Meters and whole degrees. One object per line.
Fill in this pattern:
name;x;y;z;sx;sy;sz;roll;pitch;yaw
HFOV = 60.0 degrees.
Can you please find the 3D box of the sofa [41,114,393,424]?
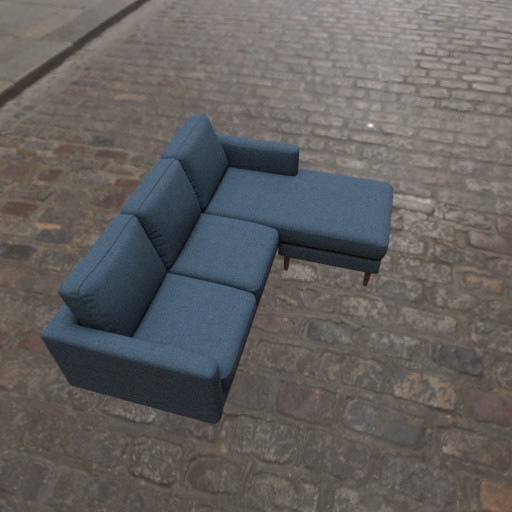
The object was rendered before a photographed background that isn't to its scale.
sofa;0.000;0.000;2.887;1.667;0.957;2.055;11;47;11
